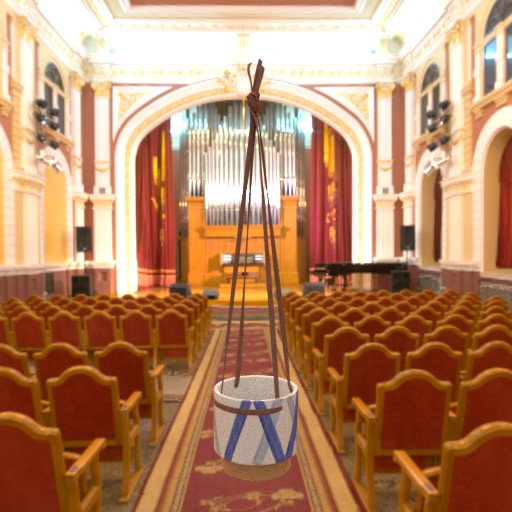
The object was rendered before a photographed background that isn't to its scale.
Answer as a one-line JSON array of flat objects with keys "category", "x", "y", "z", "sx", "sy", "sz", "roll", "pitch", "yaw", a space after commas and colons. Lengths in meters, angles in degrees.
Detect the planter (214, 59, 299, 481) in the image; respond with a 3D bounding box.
[{"category": "planter", "x": 0.000, "y": 0.000, "z": 0.799, "sx": 0.153, "sy": 0.753, "sz": 0.157, "roll": 0, "pitch": 1, "yaw": -1}]
